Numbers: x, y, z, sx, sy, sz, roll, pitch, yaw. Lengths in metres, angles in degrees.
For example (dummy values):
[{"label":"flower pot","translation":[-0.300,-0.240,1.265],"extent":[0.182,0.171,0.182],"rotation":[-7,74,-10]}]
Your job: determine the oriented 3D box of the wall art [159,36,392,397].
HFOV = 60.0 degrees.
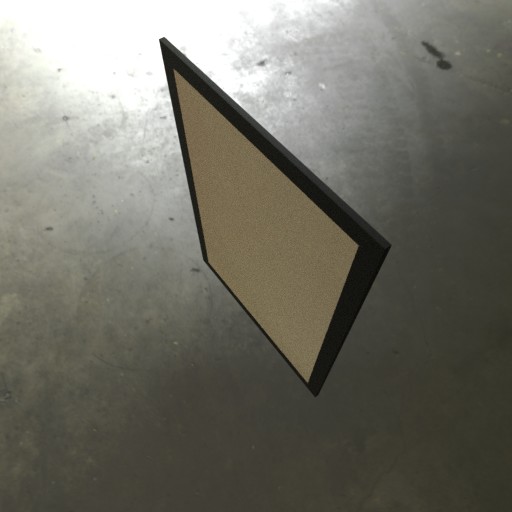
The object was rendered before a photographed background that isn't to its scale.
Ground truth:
[{"label":"wall art","translation":[0.000,0.000,0.688],"extent":[0.008,0.530,0.379],"rotation":[-33,65,-18]}]
